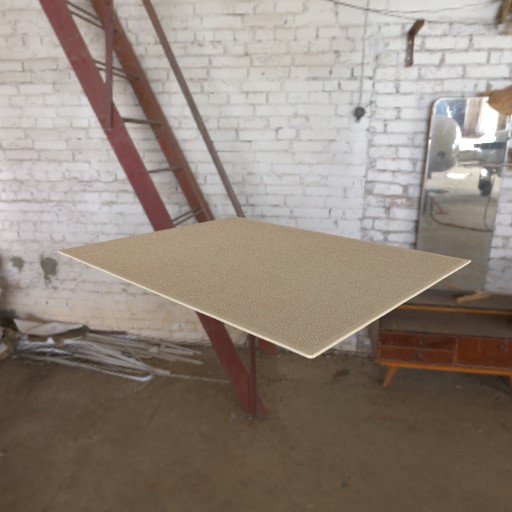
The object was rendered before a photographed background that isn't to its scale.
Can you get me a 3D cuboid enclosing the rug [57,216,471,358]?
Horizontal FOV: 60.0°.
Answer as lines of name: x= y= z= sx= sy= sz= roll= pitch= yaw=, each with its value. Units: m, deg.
rug: x=0.000 y=0.000 z=4.137 sx=3.051 sy=0.020 sz=2.407 roll=15 pitch=21 yaw=41
